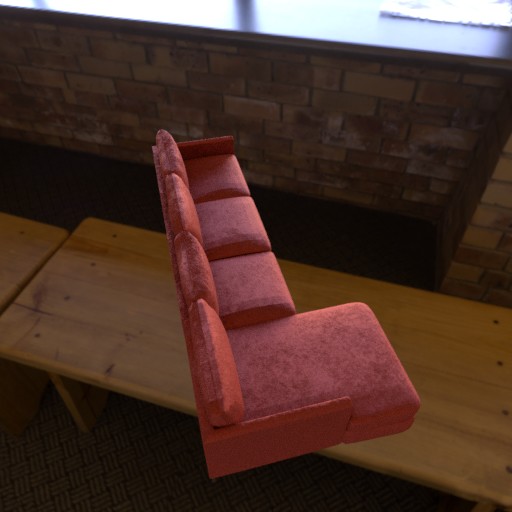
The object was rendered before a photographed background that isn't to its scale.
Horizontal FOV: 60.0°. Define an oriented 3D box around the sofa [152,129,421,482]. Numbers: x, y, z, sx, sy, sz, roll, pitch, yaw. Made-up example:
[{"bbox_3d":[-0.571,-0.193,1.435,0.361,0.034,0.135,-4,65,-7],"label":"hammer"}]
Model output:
[{"bbox_3d":[0.000,0.000,4.034,1.500,0.967,3.400,-10,47,-10],"label":"sofa"}]
